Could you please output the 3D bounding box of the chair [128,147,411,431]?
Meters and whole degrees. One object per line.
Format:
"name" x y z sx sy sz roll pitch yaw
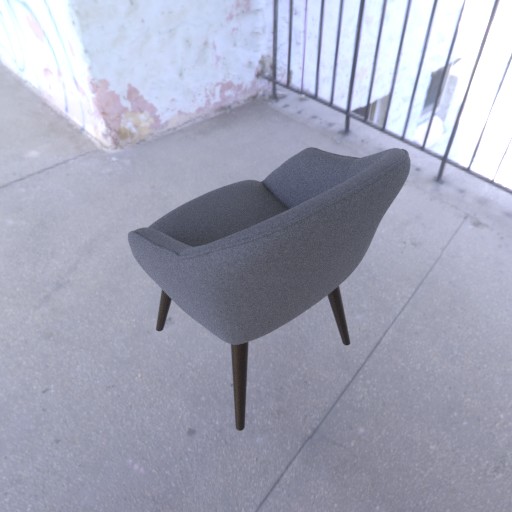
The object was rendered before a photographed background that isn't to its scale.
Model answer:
"chair" 0.000 0.000 1.236 0.589 0.810 0.611 -30 52 -27
